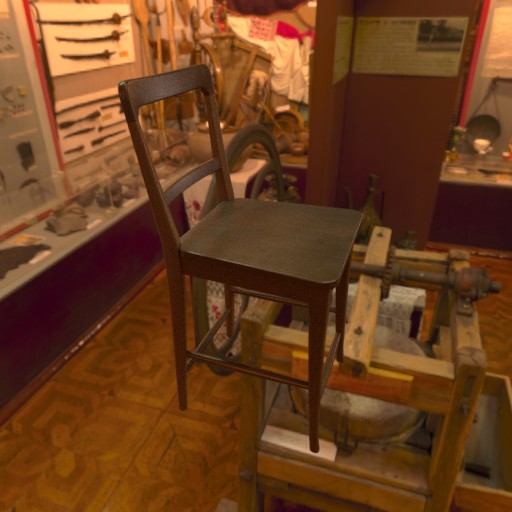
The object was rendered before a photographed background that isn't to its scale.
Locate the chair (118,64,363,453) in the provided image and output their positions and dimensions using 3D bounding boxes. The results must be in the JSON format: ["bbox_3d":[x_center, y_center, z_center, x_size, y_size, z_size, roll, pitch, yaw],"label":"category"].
[{"bbox_3d":[0.000,0.000,1.300,0.546,0.991,0.450,10,30,18],"label":"chair"}]
